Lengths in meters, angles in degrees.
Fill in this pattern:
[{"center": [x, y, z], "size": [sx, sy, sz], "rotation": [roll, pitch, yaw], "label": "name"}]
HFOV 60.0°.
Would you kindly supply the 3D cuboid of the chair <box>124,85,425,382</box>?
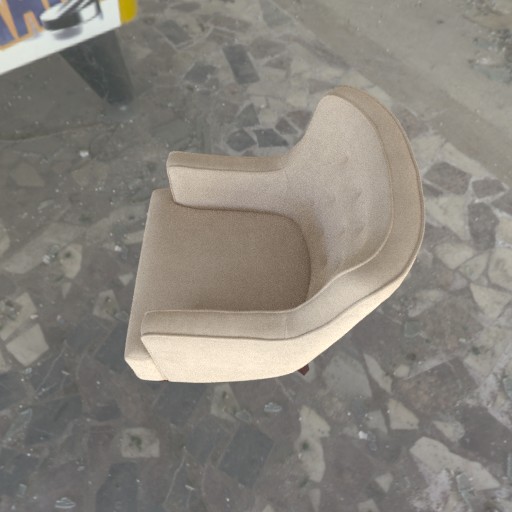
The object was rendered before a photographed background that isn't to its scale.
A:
[{"center": [0.000, 0.000, 1.610], "size": [0.910, 0.920, 0.781], "rotation": [0, 58, 0], "label": "chair"}]
